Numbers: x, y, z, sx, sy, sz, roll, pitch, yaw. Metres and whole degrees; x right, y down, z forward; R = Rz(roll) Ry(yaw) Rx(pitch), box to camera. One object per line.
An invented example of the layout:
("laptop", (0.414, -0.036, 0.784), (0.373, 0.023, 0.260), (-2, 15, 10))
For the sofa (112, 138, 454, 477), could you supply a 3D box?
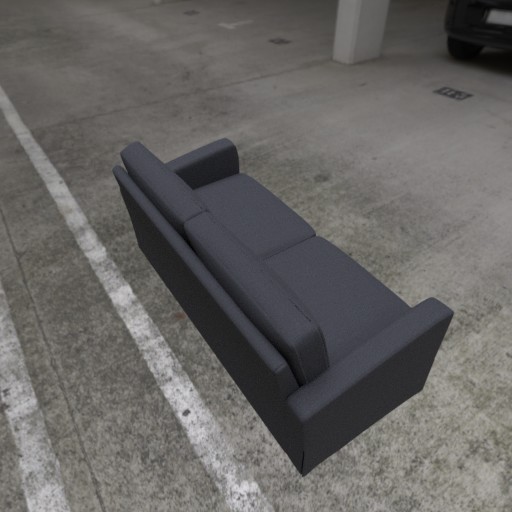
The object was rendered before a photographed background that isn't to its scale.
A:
("sofa", (0.000, 0.000, 2.370), (0.898, 0.839, 1.852), (-24, 47, -24))
